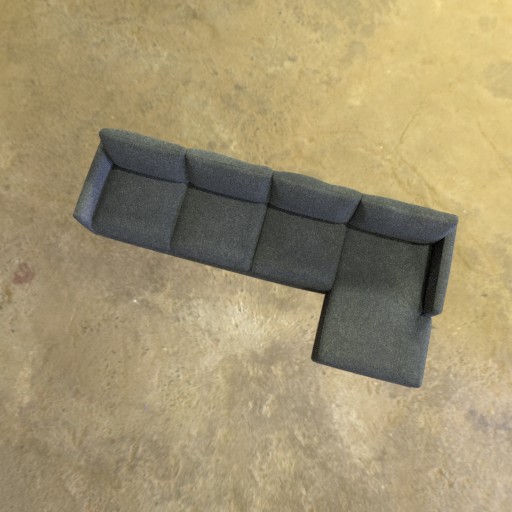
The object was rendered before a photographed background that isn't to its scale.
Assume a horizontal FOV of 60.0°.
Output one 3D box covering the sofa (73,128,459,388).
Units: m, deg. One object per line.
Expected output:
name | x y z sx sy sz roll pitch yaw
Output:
sofa | 0.000 0.000 3.532 2.932 0.810 1.350 15 77 3
